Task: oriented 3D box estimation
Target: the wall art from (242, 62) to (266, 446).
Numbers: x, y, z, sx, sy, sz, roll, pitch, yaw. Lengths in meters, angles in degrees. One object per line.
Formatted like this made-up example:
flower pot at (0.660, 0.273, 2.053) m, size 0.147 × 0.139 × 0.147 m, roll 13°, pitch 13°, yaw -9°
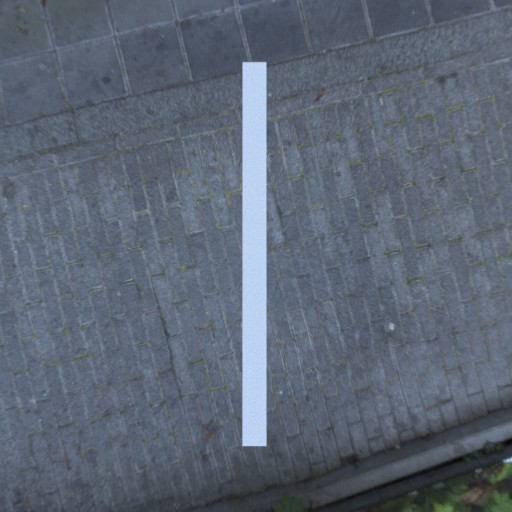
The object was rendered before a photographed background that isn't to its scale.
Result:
wall art at (0.000, 0.000, 1.162) m, size 0.038 × 0.914 × 0.610 m, roll 0°, pitch 89°, yaw 0°
